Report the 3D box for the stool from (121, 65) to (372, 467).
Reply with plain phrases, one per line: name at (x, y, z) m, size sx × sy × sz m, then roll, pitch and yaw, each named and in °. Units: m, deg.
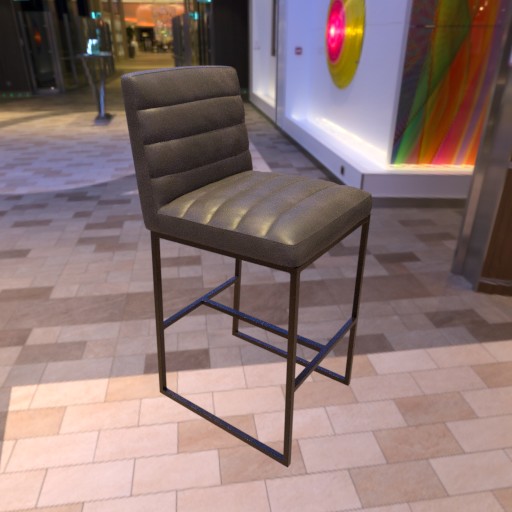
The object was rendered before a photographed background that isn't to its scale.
stool at (0.000, 0.000, 1.373) m, size 0.562 × 1.065 × 0.463 m, roll 17°, pitch 31°, yaw 31°
